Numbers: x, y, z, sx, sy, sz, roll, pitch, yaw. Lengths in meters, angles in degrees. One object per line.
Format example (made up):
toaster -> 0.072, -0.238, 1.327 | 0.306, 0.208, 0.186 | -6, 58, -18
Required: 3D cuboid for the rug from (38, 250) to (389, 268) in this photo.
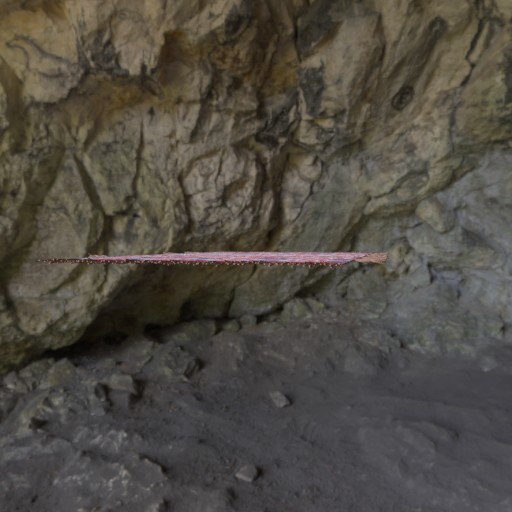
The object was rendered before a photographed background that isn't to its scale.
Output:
rug -> 0.000, 0.000, 2.559 | 1.469, 0.040, 2.025 | 0, 2, 18
